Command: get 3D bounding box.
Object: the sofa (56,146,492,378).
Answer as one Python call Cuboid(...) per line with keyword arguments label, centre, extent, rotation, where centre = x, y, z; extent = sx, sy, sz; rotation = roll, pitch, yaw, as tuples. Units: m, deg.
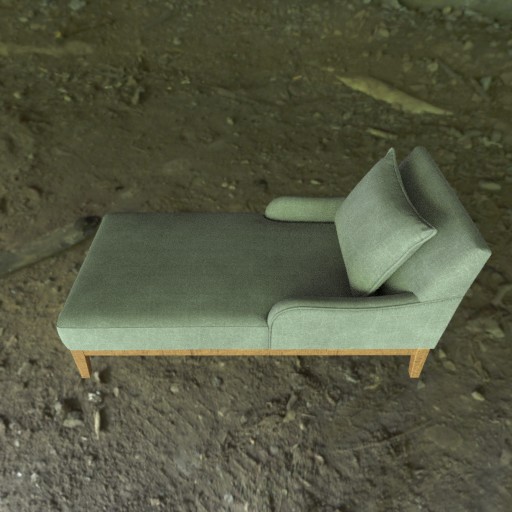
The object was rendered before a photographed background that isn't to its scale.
Cuboid(label="sofa", centre=(0.000, 0.000, 2.246), extent=(1.779, 0.859, 0.894), rotation=(0, 40, 0))
